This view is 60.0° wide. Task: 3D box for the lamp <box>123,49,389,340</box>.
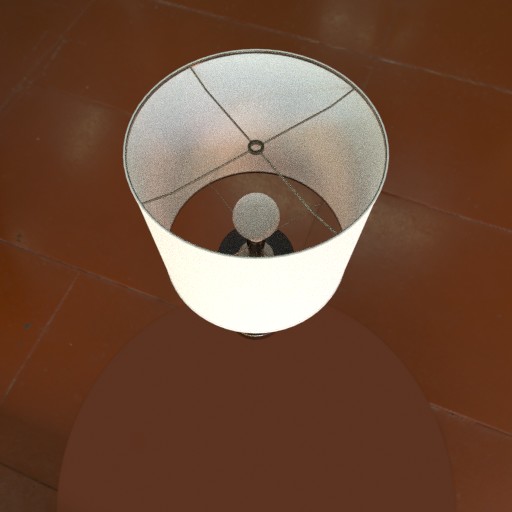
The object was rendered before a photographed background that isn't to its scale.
[{"bbox_3d":[0.000,0.000,0.621,0.240,0.482,0.241,-32,68,-14],"label":"lamp"}]
